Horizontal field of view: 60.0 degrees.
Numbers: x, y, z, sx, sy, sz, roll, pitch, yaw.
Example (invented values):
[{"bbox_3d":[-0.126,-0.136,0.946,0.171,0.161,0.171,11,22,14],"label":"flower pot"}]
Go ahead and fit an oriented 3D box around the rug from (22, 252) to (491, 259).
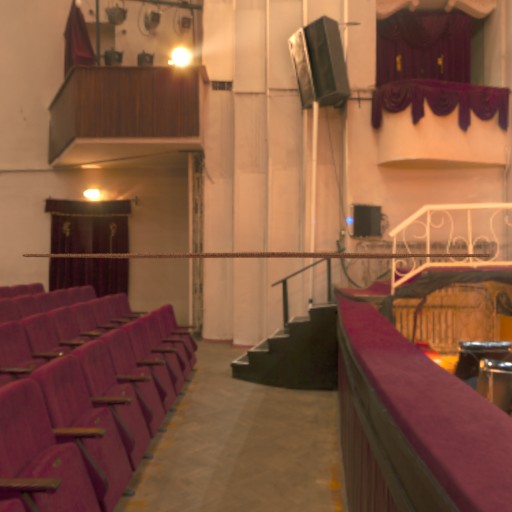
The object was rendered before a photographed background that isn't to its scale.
[{"bbox_3d":[0.000,0.000,4.990,3.778,0.053,2.873,0,-1,0],"label":"rug"}]
